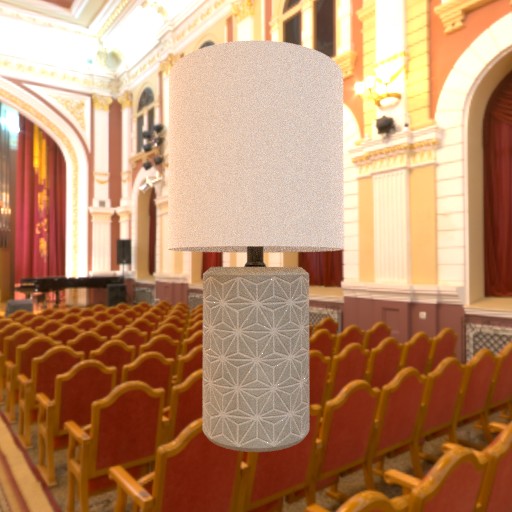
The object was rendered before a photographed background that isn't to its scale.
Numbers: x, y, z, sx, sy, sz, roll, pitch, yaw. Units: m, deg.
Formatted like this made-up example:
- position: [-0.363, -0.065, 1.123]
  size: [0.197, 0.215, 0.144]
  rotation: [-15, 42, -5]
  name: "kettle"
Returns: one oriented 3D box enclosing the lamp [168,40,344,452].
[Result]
- position: [0.000, 0.000, 0.530]
  size: [0.206, 0.416, 0.206]
  rotation: [1, -1, -36]
  name: "lamp"
